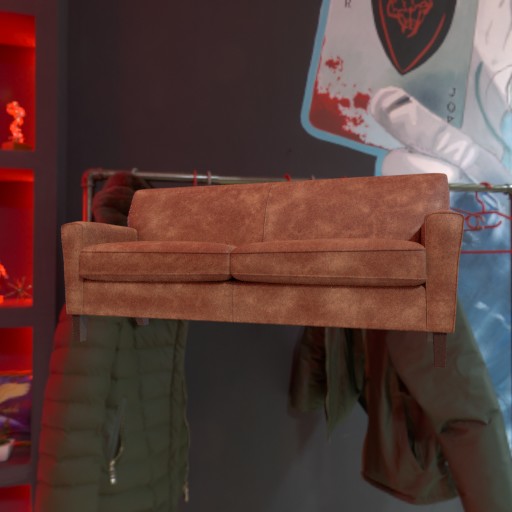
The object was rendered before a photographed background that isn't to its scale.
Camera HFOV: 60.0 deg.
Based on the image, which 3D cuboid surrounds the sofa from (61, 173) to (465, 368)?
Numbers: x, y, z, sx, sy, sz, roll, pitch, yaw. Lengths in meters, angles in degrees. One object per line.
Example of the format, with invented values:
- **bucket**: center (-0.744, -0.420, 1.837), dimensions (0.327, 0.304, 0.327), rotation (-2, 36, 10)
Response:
- **sofa**: center (0.000, 0.000, 2.481), dimensions (2.053, 0.947, 0.805), rotation (0, 0, 18)
